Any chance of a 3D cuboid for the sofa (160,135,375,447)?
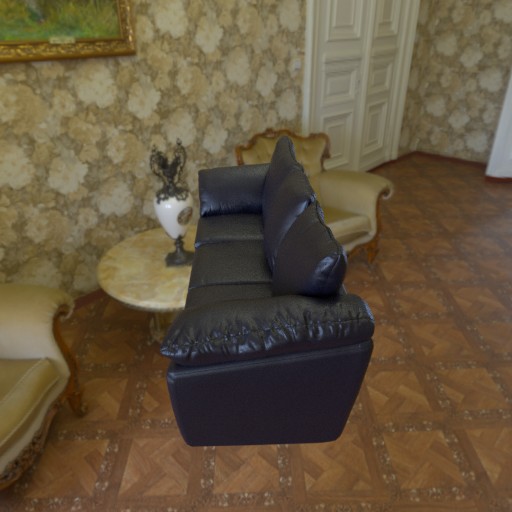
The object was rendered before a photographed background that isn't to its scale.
[{"bbox_3d":[0.000,0.000,2.859,0.880,1.073,2.336,-1,28,-2],"label":"sofa"}]
